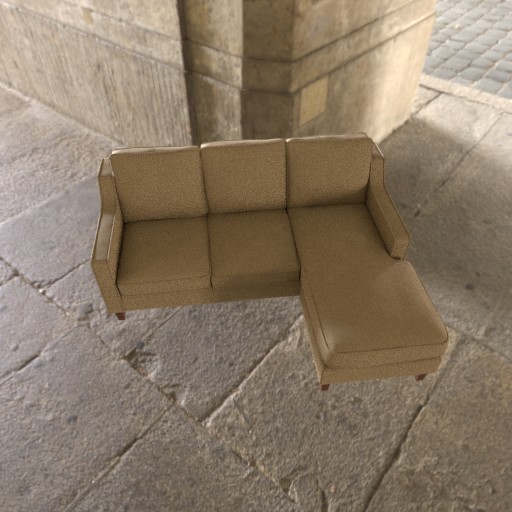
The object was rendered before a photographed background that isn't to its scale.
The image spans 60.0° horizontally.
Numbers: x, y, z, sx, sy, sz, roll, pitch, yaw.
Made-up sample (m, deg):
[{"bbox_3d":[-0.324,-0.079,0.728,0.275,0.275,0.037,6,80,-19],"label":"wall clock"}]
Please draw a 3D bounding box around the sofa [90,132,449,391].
[{"bbox_3d":[0.000,0.000,3.303,2.317,1.066,1.858,-5,46,-5],"label":"sofa"}]
